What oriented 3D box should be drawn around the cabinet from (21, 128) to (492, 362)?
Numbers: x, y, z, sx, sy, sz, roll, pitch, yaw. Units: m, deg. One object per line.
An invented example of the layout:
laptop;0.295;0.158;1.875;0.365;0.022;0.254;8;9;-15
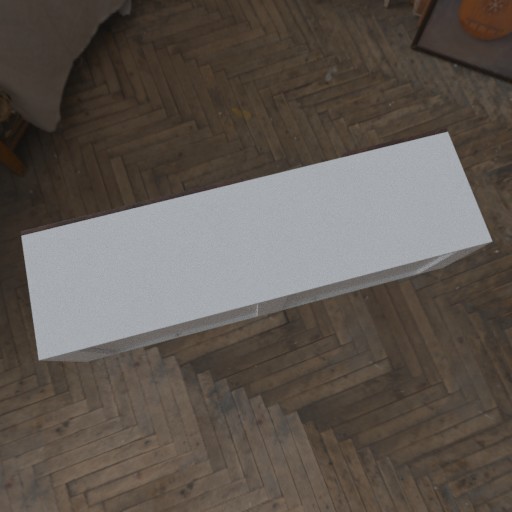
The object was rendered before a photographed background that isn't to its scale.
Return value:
cabinet;0.000;0.000;1.722;1.499;0.533;0.431;-14;76;-4
